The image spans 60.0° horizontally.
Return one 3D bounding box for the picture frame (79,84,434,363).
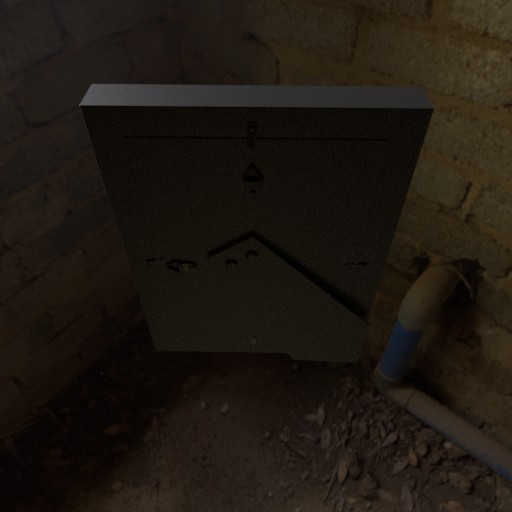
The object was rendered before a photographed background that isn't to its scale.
[{"bbox_3d":[0.000,0.000,0.277,0.157,0.208,0.028,1,47,1],"label":"picture frame"}]
